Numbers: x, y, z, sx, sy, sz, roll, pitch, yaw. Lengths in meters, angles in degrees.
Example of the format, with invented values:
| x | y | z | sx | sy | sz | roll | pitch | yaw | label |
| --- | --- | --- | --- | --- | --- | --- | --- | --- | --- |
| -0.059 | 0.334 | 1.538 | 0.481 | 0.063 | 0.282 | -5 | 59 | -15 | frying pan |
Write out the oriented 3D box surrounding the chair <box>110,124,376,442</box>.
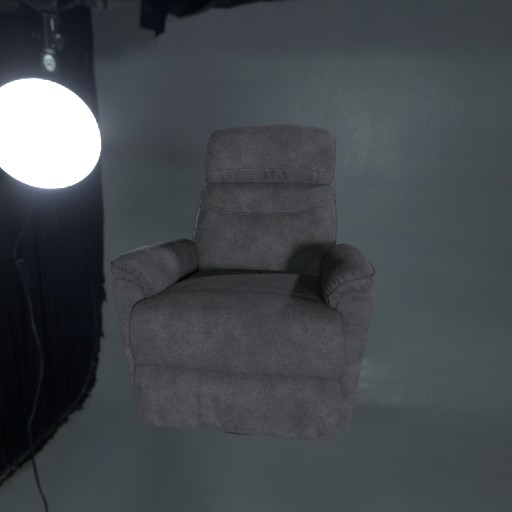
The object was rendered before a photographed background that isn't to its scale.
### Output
| x | y | z | sx | sy | sz | roll | pitch | yaw | label |
| --- | --- | --- | --- | --- | --- | --- | --- | --- | --- |
| 0.000 | 0.000 | 1.736 | 0.830 | 1.035 | 1.009 | 2 | 14 | 9 | chair |
